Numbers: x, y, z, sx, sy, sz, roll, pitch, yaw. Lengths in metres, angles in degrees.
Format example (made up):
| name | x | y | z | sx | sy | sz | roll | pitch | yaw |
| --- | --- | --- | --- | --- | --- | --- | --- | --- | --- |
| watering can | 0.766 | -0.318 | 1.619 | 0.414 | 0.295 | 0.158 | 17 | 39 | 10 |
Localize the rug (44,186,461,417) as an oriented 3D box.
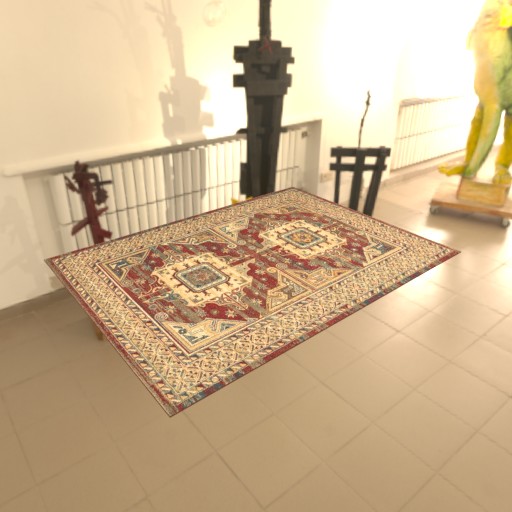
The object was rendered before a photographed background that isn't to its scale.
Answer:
| name | x | y | z | sx | sy | sz | roll | pitch | yaw |
| --- | --- | --- | --- | --- | --- | --- | --- | --- | --- |
| rug | 0.000 | 0.000 | 4.231 | 3.197 | 0.013 | 2.381 | -21 | 35 | -34 |
